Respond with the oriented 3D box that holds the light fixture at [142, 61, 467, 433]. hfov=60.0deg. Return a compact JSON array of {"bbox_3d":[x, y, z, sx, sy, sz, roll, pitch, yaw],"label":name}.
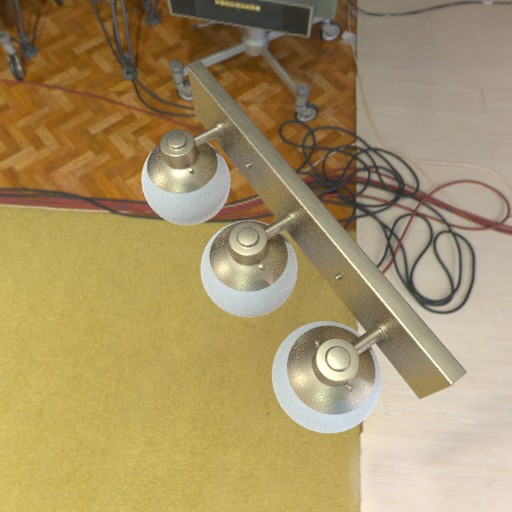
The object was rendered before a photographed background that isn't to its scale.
[{"bbox_3d":[0.000,0.000,0.827,0.218,0.263,0.721,-31,68,-14],"label":"light fixture"}]
